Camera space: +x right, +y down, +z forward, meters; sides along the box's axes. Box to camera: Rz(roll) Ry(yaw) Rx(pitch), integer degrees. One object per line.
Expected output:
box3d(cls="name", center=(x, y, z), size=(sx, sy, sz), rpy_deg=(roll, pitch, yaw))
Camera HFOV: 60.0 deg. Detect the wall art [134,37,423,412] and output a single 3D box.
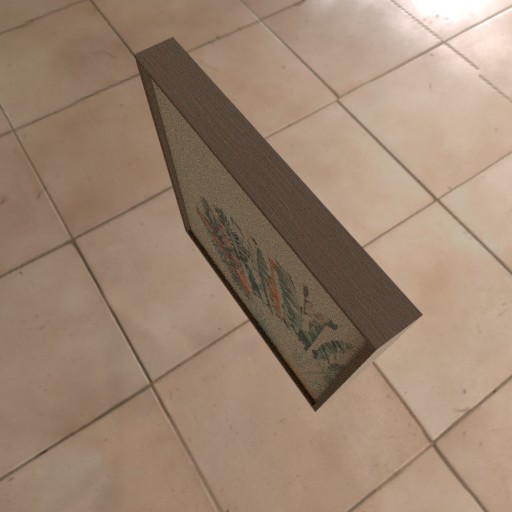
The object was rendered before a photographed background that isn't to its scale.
box3d(cls="wall art", center=(0.000, 0.000, 0.458), size=(0.038, 0.303, 0.304), rpy_deg=(-32, 68, -15))
